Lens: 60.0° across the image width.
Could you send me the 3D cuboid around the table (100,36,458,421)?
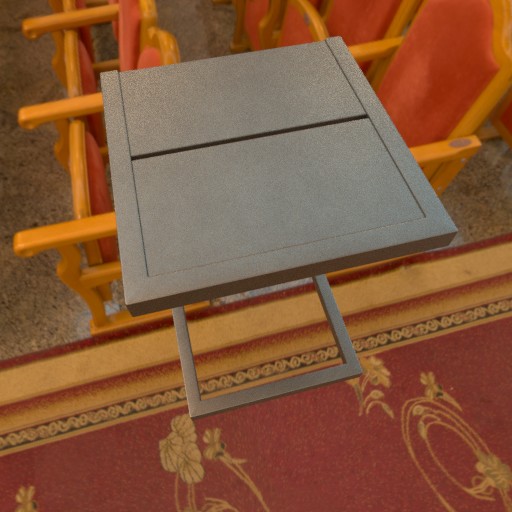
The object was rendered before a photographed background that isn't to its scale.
[{"bbox_3d":[0.000,0.000,0.880,0.405,0.609,0.420,-12,59,-7],"label":"table"}]
